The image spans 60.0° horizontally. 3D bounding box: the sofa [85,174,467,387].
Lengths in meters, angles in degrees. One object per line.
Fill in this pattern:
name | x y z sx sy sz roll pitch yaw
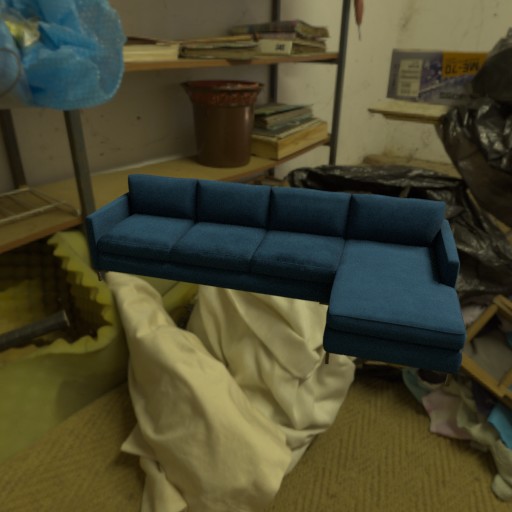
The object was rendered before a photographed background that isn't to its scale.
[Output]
sofa | 0.000 0.000 3.465 2.932 0.810 1.350 7 28 14
